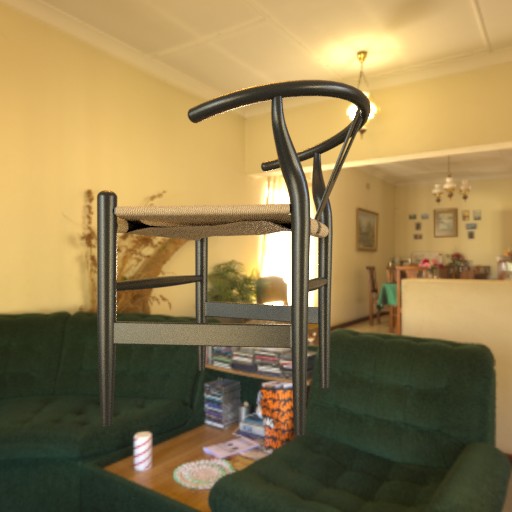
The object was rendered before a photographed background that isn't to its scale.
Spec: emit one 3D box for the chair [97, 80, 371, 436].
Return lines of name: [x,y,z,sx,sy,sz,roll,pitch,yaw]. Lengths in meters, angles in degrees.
chair: [0.000,0.000,1.133,0.570,0.739,0.570,0,-1,17]
